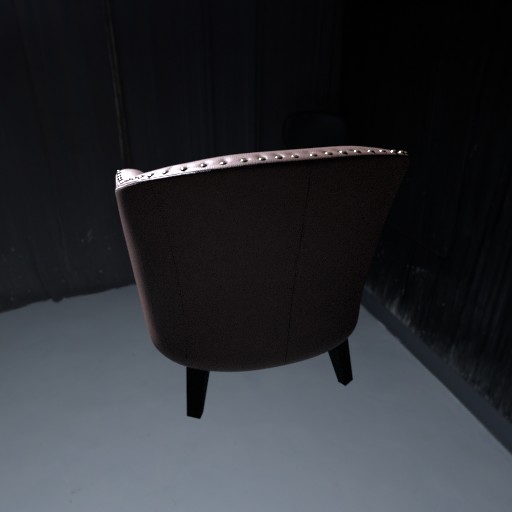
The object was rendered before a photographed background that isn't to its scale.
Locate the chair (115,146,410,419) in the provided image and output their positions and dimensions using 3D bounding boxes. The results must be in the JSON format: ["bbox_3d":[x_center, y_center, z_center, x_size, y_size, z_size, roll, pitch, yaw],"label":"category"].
[{"bbox_3d":[0.000,0.000,1.411,0.794,0.823,0.748,-8,28,-15],"label":"chair"}]
